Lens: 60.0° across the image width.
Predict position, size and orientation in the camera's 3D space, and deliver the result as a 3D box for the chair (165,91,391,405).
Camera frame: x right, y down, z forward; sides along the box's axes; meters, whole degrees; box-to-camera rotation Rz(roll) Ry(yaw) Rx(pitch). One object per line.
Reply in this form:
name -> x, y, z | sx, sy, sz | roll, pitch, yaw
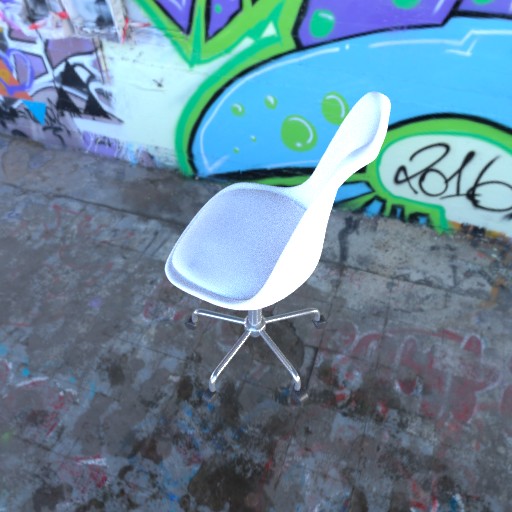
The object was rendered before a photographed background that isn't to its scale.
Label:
chair -> 0.000, 0.000, 1.272 | 0.550, 0.930, 0.550 | 14, 48, 13
